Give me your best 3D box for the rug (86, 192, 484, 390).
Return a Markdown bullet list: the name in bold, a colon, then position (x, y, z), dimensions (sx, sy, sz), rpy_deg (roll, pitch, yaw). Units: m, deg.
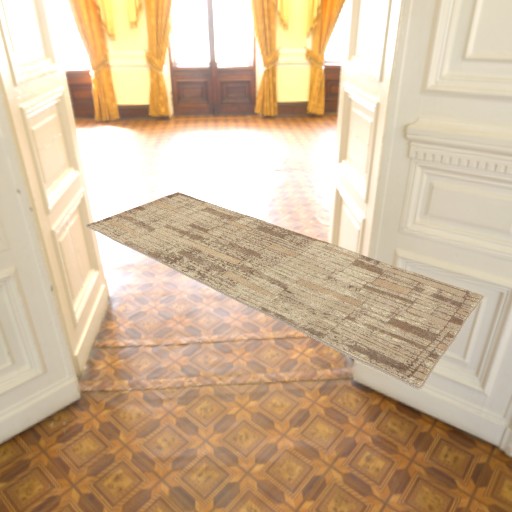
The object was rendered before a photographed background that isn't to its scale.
- **rug**: position (0.000, 0.000, 2.684), dimensions (2.383, 0.018, 0.857), rpy_deg (22, 36, 34)
